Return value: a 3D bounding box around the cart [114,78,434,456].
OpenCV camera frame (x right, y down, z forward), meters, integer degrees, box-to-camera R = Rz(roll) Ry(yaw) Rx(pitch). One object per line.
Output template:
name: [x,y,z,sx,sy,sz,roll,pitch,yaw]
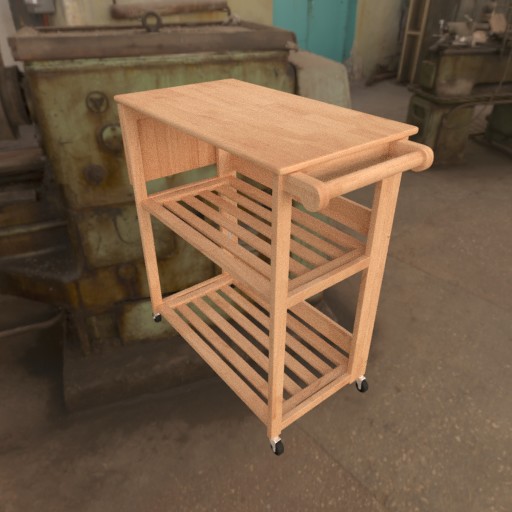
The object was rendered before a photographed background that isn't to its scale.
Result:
cart: [0.000,0.000,1.379,0.432,0.879,0.853,-23,39,-32]
